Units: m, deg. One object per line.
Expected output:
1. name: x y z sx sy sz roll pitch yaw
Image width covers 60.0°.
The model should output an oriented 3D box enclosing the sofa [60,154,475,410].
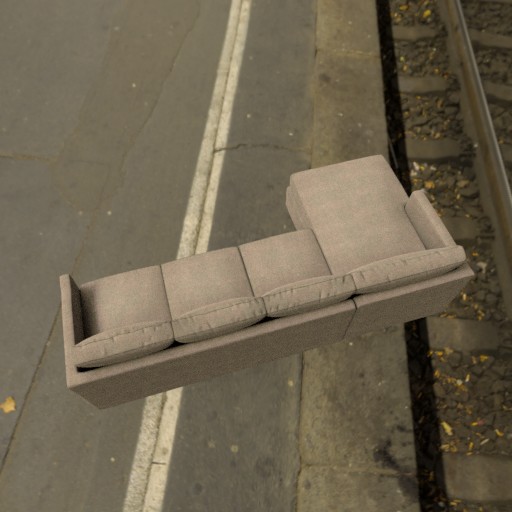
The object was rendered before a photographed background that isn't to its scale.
1. sofa: 0.000 0.000 3.918 3.205 0.922 1.650 -14 60 -8
